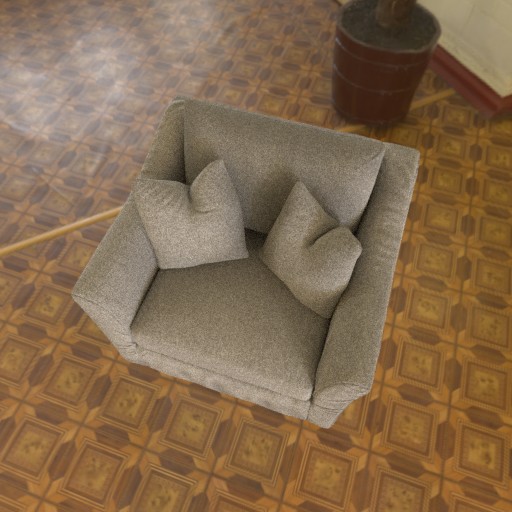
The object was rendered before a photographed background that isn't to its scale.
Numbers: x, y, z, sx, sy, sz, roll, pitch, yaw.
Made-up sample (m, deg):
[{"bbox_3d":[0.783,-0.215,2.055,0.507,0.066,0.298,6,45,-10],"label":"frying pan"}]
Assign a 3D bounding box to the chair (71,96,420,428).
[{"bbox_3d":[0.000,0.000,2.059,1.194,1.059,1.071,16,59,10],"label":"chair"}]
